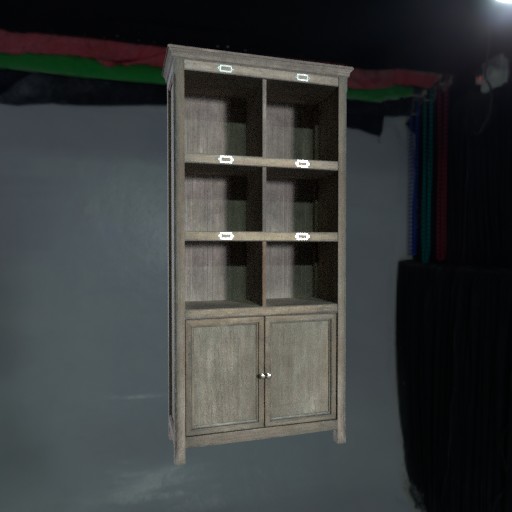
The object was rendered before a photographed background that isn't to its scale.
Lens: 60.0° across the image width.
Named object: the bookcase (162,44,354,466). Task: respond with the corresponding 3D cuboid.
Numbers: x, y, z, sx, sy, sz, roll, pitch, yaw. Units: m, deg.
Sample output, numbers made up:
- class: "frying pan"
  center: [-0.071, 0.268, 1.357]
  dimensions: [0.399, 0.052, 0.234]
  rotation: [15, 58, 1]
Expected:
- class: "bookcase"
  center: [0.000, 0.000, 2.246]
  dimensions: [0.906, 1.880, 0.348]
  rotation: [0, 1, -16]
